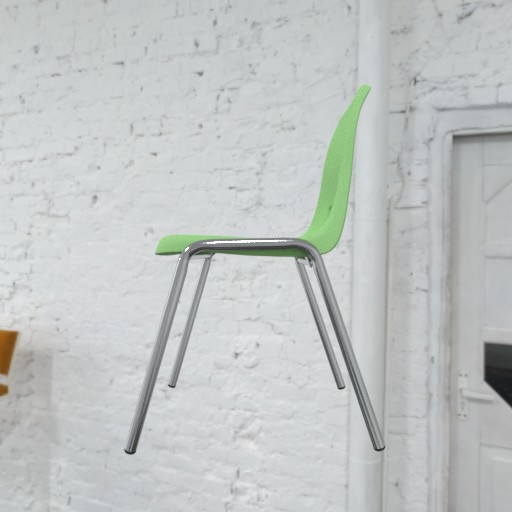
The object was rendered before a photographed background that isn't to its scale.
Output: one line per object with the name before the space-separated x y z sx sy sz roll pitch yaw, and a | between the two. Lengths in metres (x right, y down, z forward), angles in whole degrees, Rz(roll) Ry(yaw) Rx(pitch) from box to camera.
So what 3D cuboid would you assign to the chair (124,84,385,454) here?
chair | 0.000 0.000 0.913 0.436 0.653 0.381 0 0 0
